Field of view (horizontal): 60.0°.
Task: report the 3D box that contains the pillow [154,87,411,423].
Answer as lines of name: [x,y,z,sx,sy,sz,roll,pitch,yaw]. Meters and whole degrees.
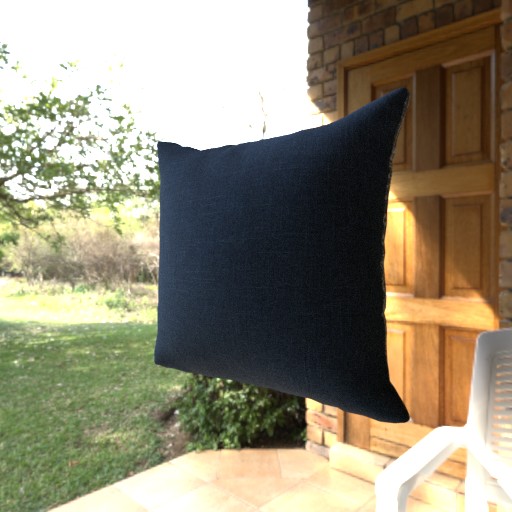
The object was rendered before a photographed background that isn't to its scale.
pillow: [0.000,0.000,0.792,0.546,0.487,0.180,0,1,37]
